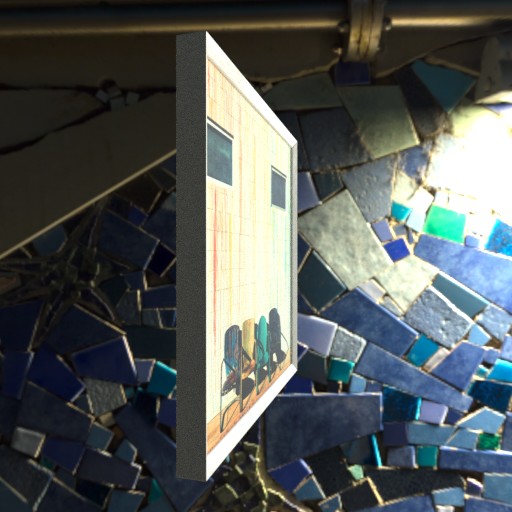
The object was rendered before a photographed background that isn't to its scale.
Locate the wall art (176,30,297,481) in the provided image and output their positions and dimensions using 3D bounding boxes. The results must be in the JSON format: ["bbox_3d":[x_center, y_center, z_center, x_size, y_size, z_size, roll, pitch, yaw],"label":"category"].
[{"bbox_3d":[0.000,0.000,0.746,0.037,0.508,0.508,0,0,17],"label":"wall art"}]
